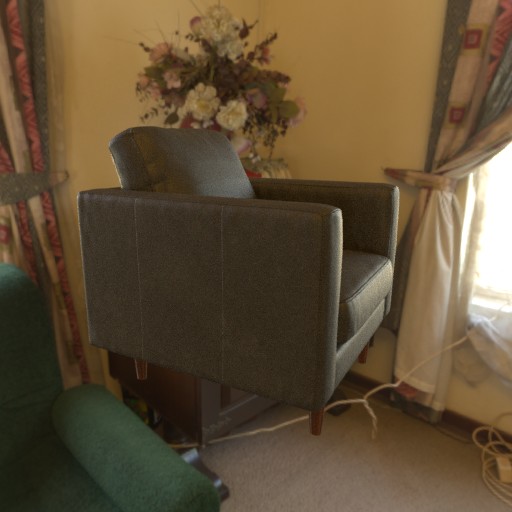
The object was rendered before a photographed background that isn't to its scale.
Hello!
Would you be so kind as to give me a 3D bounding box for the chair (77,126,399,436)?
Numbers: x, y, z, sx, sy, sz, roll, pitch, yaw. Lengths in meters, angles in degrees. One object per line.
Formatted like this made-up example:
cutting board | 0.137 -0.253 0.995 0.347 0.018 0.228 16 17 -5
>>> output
chair | 0.000 0.000 1.594 0.879 0.898 0.831 7 16 27
